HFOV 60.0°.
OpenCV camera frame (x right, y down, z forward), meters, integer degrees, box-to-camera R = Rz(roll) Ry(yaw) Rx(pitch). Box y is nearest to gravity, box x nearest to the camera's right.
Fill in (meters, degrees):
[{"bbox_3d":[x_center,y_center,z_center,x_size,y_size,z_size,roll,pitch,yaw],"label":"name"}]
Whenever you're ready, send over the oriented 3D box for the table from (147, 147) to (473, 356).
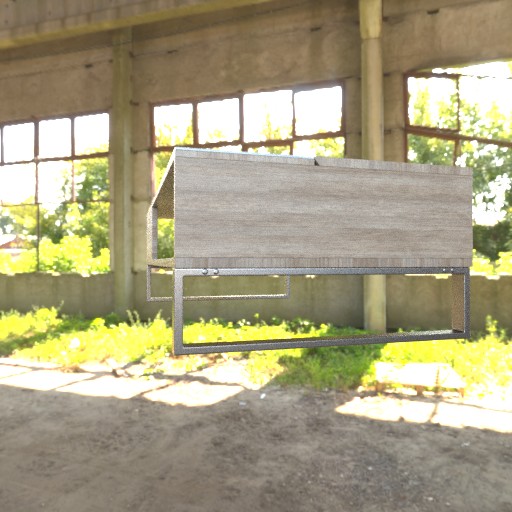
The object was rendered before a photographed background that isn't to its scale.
[{"bbox_3d":[0.000,0.000,1.347,0.600,0.350,1.100,0,-1,-16],"label":"table"}]
